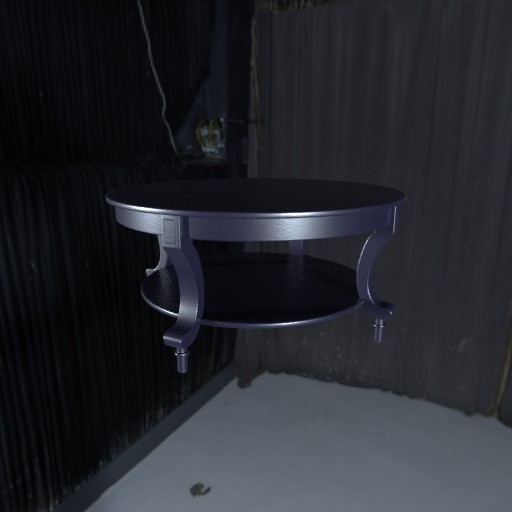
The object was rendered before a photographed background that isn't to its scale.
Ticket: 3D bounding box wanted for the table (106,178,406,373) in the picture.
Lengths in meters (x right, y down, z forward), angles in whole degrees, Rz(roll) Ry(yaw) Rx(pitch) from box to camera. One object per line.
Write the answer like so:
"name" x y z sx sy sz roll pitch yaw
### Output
"table" 0.000 0.000 1.653 1.029 0.491 1.029 0 15 0
